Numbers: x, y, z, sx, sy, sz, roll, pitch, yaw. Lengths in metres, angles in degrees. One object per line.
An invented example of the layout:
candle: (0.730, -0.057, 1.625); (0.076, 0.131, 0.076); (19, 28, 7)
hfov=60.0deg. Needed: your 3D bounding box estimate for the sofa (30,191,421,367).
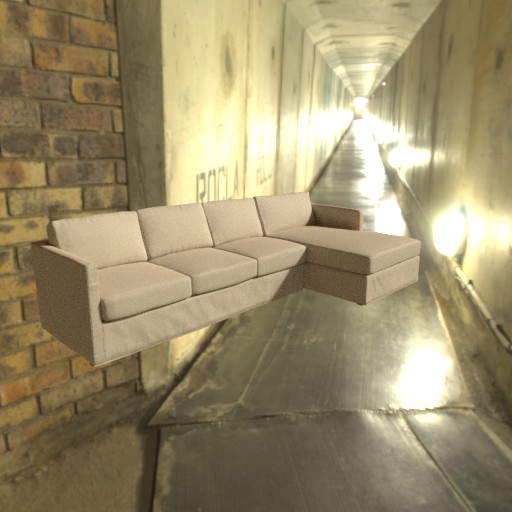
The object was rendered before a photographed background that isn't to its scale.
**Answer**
sofa: (0.000, 0.000, 3.918); (1.622, 0.871, 3.206); (14, 20, 43)
